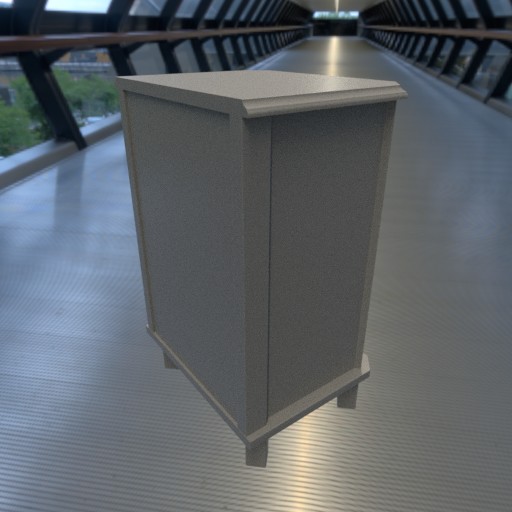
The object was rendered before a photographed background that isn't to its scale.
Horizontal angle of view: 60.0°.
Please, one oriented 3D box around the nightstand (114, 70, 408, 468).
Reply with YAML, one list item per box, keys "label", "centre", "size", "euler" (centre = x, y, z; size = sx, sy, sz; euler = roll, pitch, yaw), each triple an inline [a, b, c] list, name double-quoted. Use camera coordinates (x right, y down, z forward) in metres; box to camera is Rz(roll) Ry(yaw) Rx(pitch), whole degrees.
- label: "nightstand"
  centre: [0.000, 0.000, 0.917]
  size: [0.348, 0.680, 0.435]
  euler: [-18, 32, -32]
